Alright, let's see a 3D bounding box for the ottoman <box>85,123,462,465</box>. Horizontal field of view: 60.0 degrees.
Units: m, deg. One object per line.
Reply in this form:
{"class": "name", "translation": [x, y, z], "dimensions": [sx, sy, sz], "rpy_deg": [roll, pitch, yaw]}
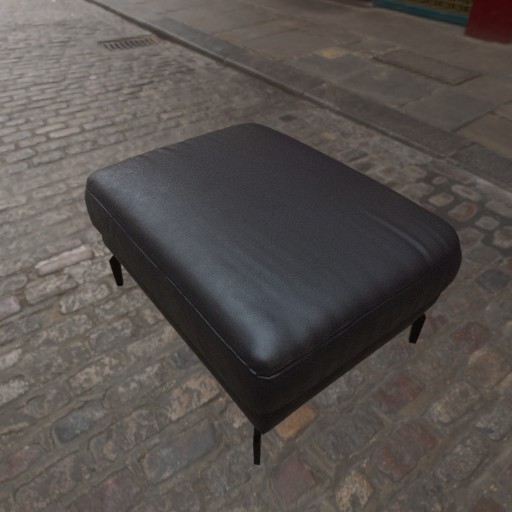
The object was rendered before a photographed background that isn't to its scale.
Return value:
{"class": "ottoman", "translation": [0.000, 0.000, 1.096], "dimensions": [0.570, 0.402, 0.764], "rpy_deg": [-26, 47, -28]}
